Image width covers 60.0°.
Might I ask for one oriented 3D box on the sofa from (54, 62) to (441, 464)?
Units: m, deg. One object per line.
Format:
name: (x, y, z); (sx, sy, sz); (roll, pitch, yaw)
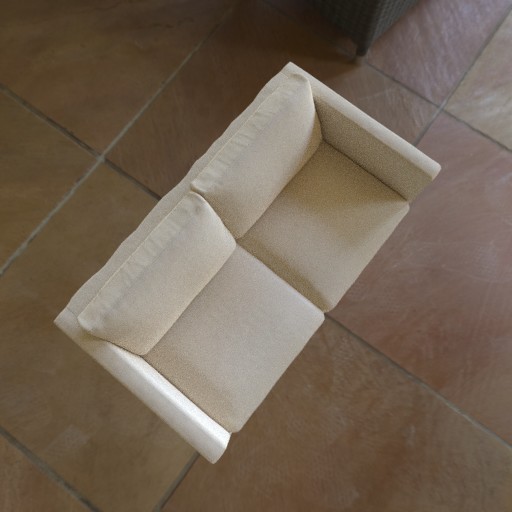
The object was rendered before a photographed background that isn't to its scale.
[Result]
sofa: (0.000, 0.000, 2.323); (0.962, 0.834, 1.746); (38, 79, 8)
